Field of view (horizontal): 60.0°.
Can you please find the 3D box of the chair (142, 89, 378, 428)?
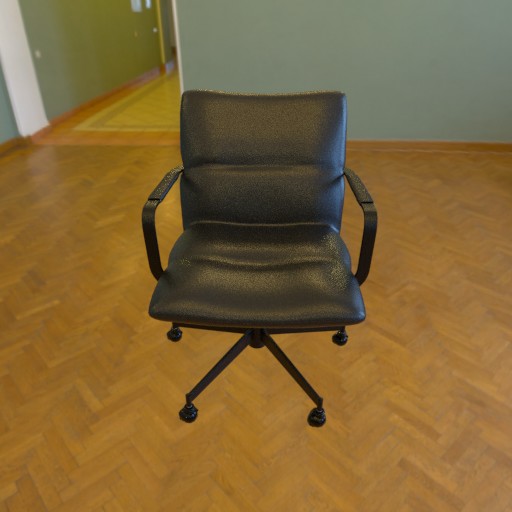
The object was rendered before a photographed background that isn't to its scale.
[{"bbox_3d":[0.000,0.000,1.452,0.719,0.922,0.748,1,30,2],"label":"chair"}]
